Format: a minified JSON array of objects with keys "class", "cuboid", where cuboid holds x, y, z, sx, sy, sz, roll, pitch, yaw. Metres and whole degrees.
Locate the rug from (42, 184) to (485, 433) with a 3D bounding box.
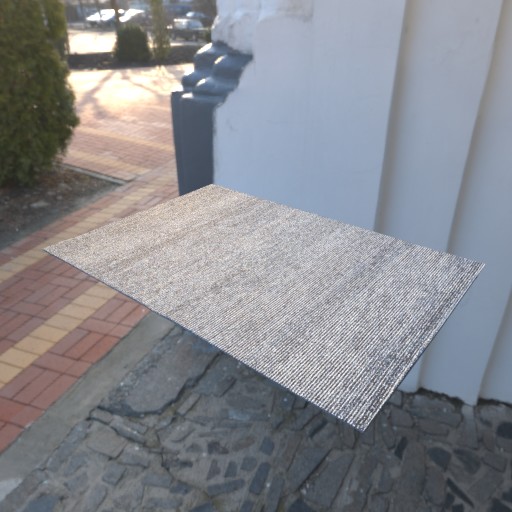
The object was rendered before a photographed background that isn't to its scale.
[{"class":"rug","cuboid":[0.000,0.000,2.834,2.349,0.030,1.624,21,35,34]}]
